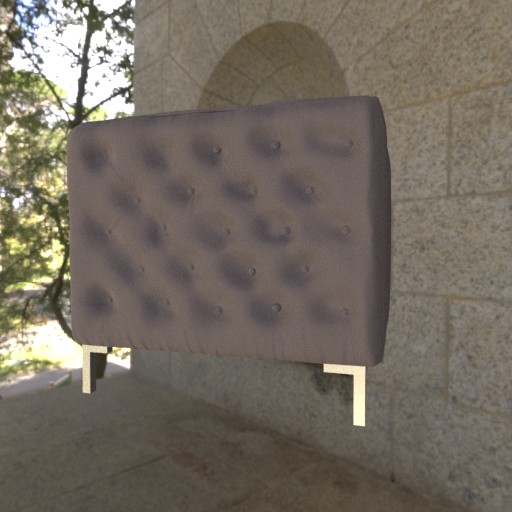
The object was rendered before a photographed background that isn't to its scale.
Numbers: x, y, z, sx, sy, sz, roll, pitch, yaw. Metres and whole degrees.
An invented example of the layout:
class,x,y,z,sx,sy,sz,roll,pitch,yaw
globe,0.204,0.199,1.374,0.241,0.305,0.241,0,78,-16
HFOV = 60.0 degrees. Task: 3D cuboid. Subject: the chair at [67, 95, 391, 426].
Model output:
class,x,y,z,sx,sy,sz,roll,pitch,yaw
chair,0.000,0.000,1.574,0.913,0.807,0.946,0,1,18
